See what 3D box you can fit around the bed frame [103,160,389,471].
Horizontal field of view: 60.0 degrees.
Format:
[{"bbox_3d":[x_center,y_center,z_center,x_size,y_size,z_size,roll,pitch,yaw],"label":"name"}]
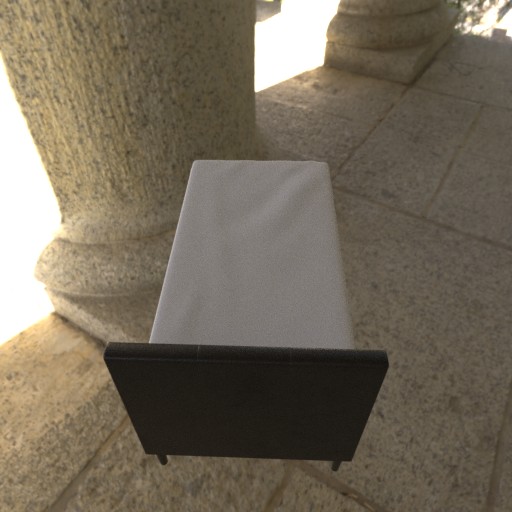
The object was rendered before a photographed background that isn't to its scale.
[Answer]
[{"bbox_3d":[0.000,0.000,2.521,1.038,1.046,2.152,1,45,1],"label":"bed frame"}]
